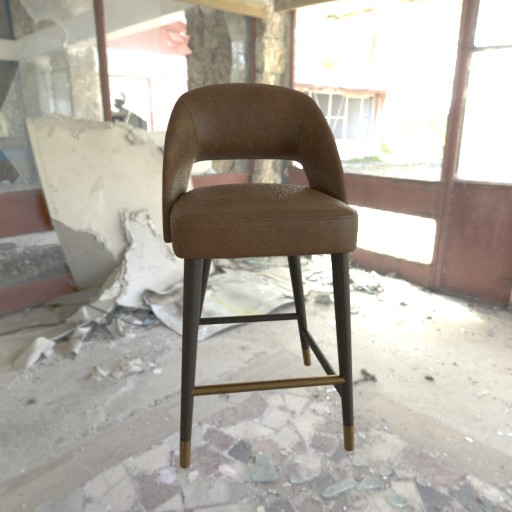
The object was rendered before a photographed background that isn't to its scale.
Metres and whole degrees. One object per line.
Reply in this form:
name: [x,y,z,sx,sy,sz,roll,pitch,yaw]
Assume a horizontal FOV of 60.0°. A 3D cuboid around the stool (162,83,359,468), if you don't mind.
stool: [0.000,0.000,1.235,0.494,0.940,0.509,-2,17,-8]
